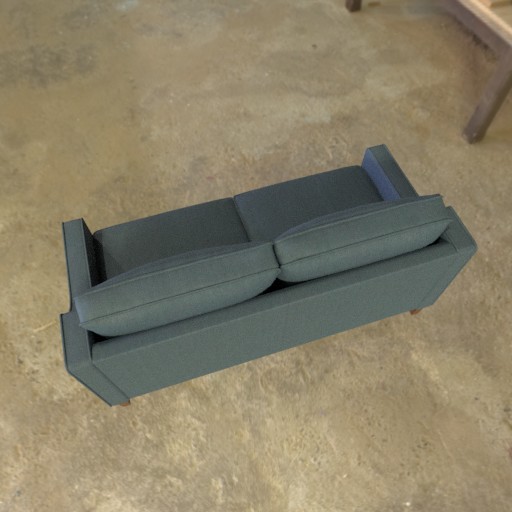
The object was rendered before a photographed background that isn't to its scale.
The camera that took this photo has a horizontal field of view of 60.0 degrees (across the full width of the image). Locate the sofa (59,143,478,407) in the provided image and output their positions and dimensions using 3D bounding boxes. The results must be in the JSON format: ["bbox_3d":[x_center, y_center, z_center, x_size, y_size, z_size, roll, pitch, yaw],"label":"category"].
[{"bbox_3d":[0.000,0.000,2.768,2.178,1.071,1.066,-15,60,-9],"label":"sofa"}]
